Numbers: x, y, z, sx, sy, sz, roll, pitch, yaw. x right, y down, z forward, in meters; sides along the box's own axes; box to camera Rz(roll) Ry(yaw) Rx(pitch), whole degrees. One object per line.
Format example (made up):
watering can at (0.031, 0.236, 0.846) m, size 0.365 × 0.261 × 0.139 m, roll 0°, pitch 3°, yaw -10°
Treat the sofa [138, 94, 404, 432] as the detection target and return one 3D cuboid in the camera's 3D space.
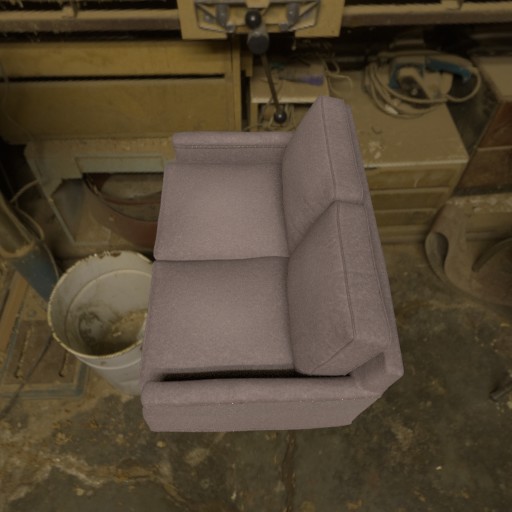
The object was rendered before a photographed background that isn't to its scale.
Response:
sofa at (0.000, 0.000, 2.311) m, size 1.084 × 1.003 × 1.597 m, roll -1°, pitch 57°, yaw -1°
